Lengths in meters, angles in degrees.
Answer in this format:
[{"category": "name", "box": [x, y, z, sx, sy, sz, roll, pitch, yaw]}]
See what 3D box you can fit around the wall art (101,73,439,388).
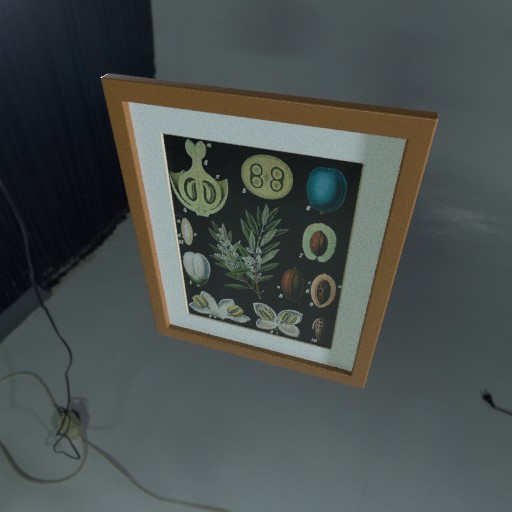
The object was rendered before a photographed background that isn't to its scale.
[{"category": "wall art", "box": [0.000, 0.000, 0.516, 0.310, 0.379, 0.015, 12, 42, 14]}]
